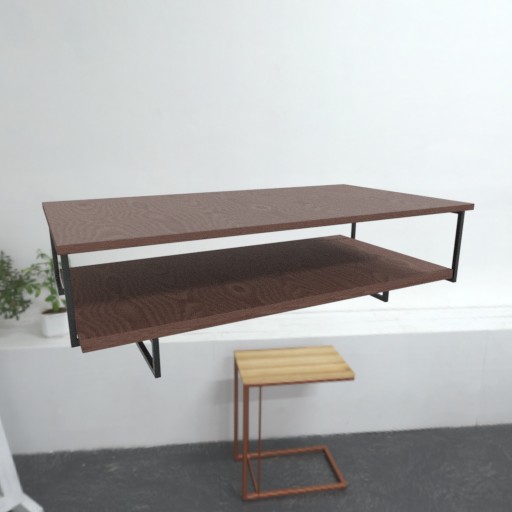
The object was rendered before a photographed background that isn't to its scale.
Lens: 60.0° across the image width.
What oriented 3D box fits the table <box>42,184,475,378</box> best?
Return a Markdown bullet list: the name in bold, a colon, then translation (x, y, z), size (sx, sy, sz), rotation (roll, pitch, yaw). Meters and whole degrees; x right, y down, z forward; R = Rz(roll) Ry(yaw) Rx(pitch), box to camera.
- **table**: translation (0.000, 0.000, 1.440), size (1.197, 0.347, 0.651), rotation (-8, 17, -26)
